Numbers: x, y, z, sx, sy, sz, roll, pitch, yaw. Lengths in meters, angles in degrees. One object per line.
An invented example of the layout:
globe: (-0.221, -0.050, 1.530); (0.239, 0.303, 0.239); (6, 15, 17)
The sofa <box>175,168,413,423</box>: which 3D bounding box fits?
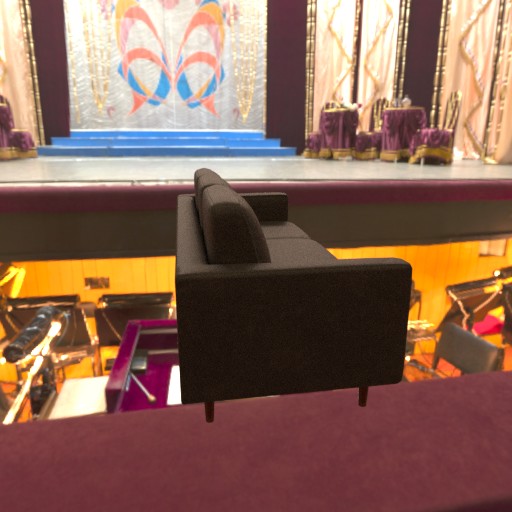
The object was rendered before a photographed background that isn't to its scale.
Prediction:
sofa: (0.000, 0.000, 2.539); (0.879, 0.899, 2.029); (-3, 16, -9)
